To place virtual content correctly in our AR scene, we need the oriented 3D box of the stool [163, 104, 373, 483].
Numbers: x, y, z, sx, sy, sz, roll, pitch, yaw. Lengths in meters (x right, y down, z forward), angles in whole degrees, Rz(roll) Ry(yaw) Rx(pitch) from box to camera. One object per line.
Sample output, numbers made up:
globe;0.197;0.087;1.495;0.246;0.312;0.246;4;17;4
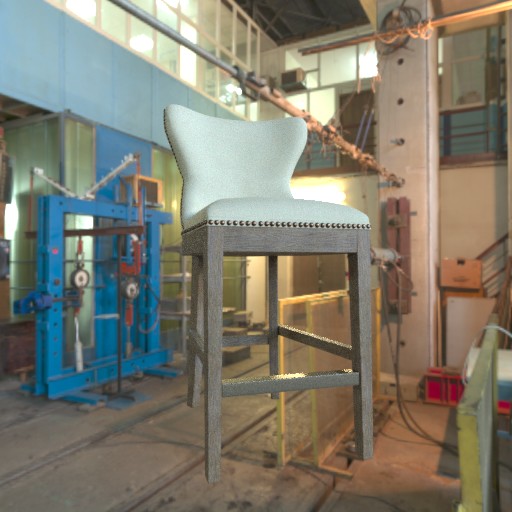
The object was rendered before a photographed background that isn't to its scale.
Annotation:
stool;0.000;0.000;1.296;0.498;0.981;0.608;0;-1;-17
